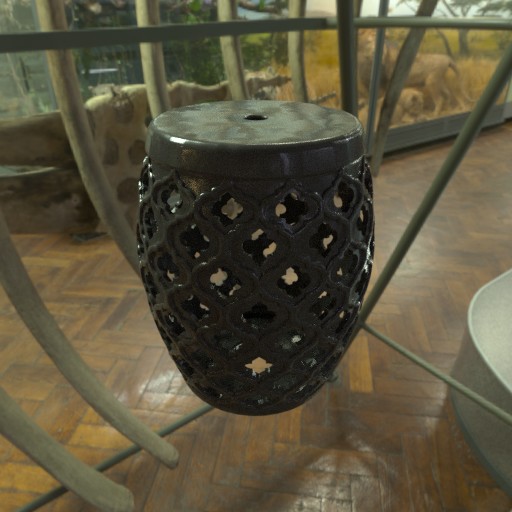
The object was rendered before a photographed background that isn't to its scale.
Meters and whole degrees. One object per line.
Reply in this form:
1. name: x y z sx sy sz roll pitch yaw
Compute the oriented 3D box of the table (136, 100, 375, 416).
1. table: 0.000 0.000 0.638 0.325 0.388 0.325 0 29 0
